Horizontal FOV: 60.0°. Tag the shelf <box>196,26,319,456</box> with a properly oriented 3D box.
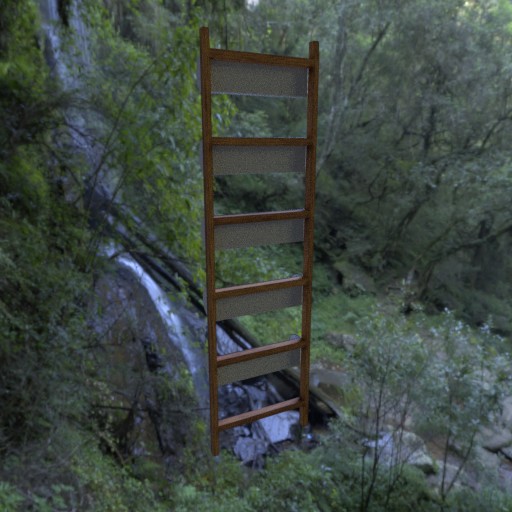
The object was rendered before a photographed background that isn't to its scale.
[{"bbox_3d":[0.000,0.000,1.773,0.454,1.600,0.141,-7,15,-26],"label":"shelf"}]
